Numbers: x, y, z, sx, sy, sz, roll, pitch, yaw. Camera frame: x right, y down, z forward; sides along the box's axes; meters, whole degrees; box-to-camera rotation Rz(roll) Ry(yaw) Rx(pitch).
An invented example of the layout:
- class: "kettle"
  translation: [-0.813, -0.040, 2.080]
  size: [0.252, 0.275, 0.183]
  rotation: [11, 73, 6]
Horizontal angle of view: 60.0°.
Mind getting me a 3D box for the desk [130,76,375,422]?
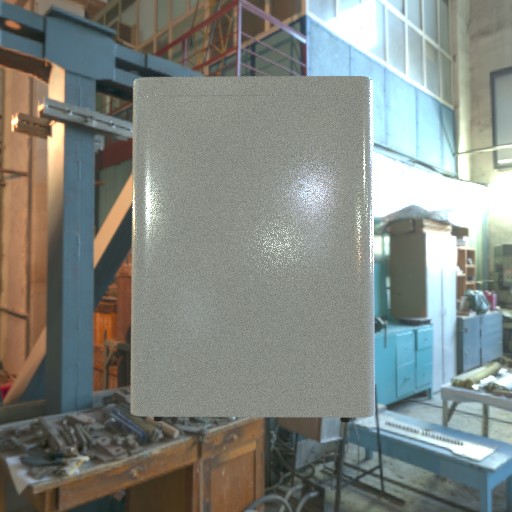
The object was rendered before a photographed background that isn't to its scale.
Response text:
- class: "desk"
  translation: [0.000, 0.000, 1.569]
  size: [0.550, 0.760, 1.200]
  rotation: [0, -2, 1]
